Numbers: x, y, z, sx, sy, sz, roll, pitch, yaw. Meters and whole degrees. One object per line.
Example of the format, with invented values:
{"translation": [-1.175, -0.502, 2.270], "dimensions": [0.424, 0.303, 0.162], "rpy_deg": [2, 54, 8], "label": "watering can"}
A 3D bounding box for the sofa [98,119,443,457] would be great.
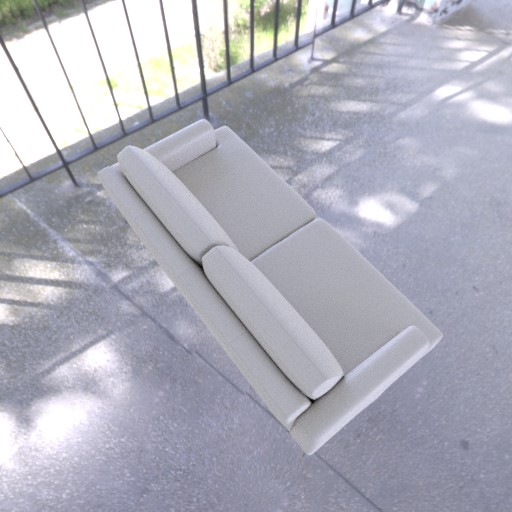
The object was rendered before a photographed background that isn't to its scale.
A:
{"translation": [0.000, 0.000, 2.495], "dimensions": [0.974, 0.765, 1.940], "rpy_deg": [-34, 65, -18], "label": "sofa"}
